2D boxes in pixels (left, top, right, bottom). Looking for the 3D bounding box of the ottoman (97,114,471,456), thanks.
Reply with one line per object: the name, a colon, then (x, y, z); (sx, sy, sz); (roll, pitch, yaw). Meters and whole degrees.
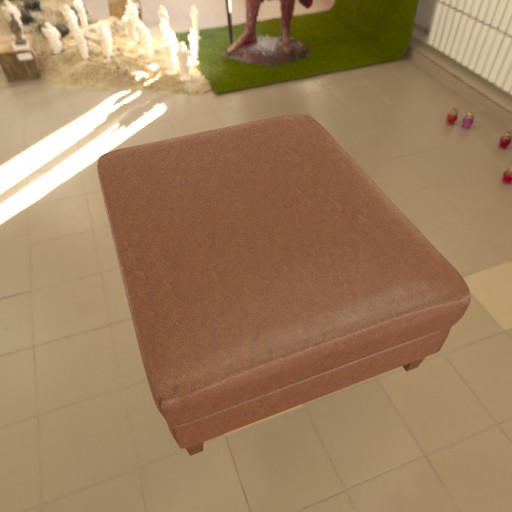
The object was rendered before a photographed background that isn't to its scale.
ottoman: (0.000, 0.000, 1.458); (0.836, 0.472, 0.987); (-16, 49, -14)
